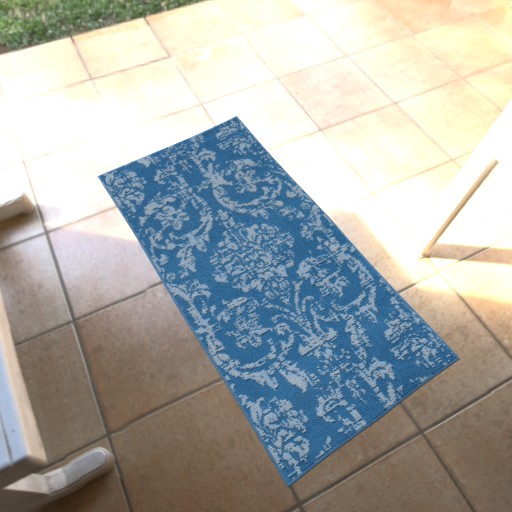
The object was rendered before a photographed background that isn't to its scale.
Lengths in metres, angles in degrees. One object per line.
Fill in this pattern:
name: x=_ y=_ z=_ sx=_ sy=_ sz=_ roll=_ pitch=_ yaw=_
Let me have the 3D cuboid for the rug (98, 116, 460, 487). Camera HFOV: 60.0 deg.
rug: x=0.000 y=0.000 z=1.453 sx=0.604 sy=0.007 sz=1.219 roll=-29 pitch=63 yaw=-17
